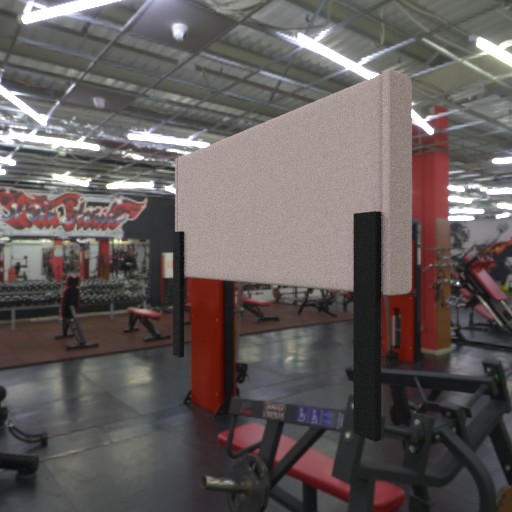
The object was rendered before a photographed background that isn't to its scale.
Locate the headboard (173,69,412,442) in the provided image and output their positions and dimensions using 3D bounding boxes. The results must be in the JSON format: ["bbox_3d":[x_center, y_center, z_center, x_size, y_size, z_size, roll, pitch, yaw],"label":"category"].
[{"bbox_3d":[0.000,0.000,2.669,0.184,1.524,2.051,0,0,-35],"label":"headboard"}]
